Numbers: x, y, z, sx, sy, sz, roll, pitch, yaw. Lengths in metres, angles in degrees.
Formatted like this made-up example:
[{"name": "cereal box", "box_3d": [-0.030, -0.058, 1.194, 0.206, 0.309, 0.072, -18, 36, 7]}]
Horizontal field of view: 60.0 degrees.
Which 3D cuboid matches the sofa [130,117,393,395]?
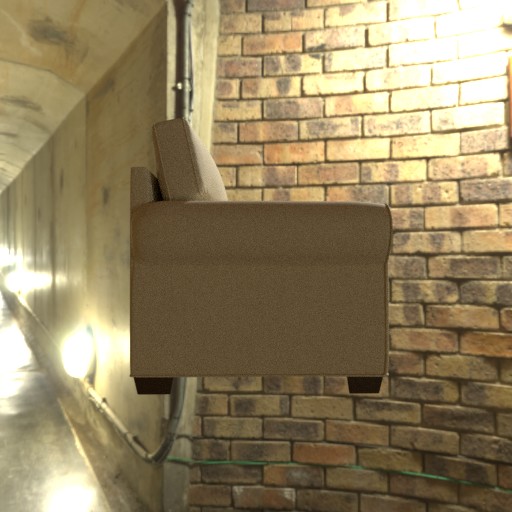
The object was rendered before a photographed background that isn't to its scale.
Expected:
[{"name": "sofa", "box_3d": [0.000, 0.000, 2.254, 0.861, 0.933, 1.774, 0, -1, -1]}]
